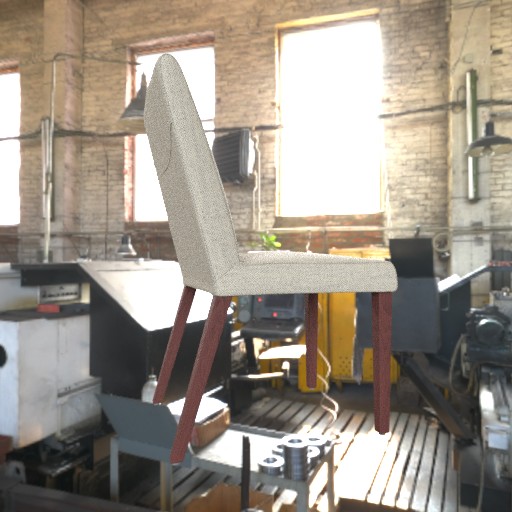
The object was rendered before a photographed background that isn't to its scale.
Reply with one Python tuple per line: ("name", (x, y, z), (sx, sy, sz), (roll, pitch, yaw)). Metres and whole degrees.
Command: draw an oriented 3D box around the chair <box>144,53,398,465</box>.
("chair", (0.000, 0.000, 1.234), (0.594, 0.900, 0.480), (0, -1, -18))
